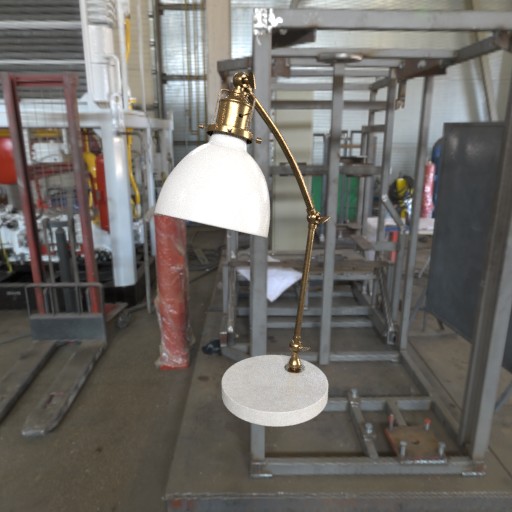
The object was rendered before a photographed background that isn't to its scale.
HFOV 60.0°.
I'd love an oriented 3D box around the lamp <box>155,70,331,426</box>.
[{"bbox_3d":[0.000,0.000,0.680,0.186,0.522,0.317,15,21,42],"label":"lamp"}]
